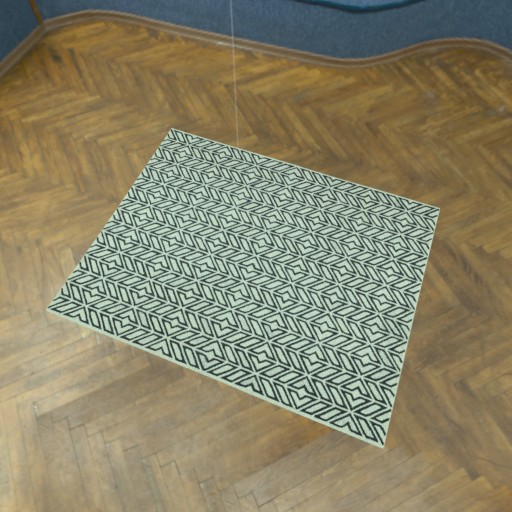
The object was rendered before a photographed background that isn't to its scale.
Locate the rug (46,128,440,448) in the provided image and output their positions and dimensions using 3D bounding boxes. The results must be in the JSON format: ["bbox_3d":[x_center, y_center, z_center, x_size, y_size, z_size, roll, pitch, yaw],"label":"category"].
[{"bbox_3d":[0.000,0.000,4.204,3.045,0.008,2.421,19,62,11],"label":"rug"}]
